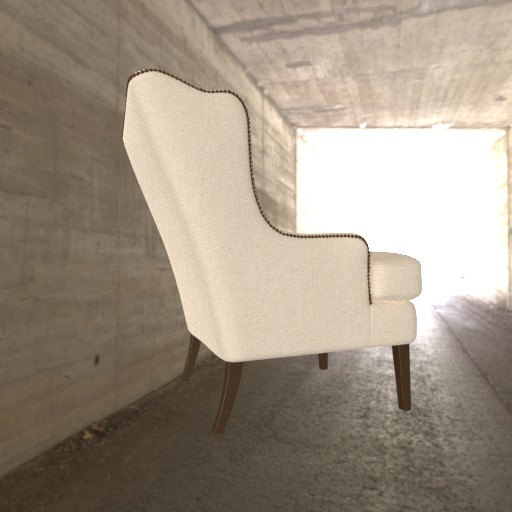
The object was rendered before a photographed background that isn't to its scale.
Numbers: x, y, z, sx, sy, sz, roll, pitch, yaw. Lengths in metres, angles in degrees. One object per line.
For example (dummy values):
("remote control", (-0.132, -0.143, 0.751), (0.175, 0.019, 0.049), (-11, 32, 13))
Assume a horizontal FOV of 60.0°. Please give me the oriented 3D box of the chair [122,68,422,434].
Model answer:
("chair", (0.000, 0.000, 1.637), (0.940, 1.029, 0.737), (0, -1, -18))
